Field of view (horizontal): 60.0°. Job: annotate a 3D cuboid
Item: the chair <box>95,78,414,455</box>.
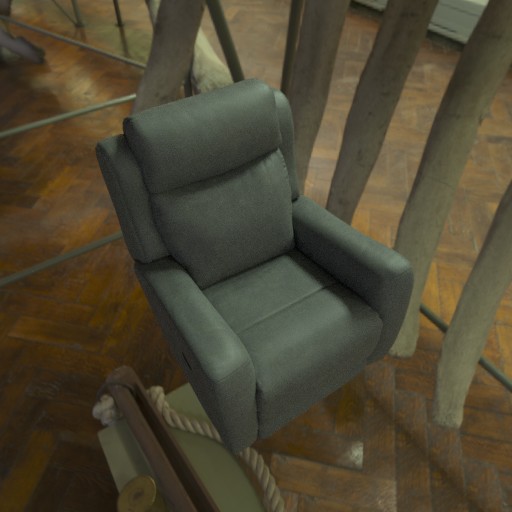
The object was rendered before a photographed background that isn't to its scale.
[{"bbox_3d":[0.000,0.000,1.944,0.965,1.116,1.068,-25,52,-22],"label":"chair"}]
